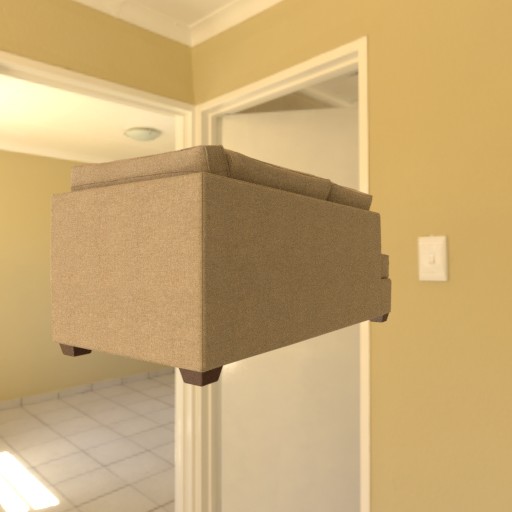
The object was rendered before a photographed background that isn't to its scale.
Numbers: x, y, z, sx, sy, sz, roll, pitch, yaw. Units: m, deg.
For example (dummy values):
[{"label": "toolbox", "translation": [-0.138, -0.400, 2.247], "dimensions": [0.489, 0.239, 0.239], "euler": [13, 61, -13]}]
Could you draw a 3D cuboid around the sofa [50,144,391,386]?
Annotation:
[{"label": "sofa", "translation": [0.000, 0.000, 2.890], "dimensions": [1.110, 1.019, 2.238], "euler": [0, 0, 35]}]
